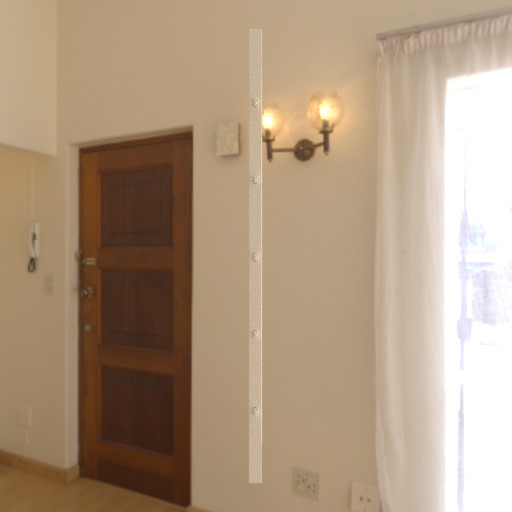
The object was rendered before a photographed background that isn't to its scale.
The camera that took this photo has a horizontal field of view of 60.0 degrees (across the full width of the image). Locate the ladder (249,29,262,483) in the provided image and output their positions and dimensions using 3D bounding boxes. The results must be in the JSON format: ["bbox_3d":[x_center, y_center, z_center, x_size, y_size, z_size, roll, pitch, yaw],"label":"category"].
[{"bbox_3d":[0.000,0.000,1.955,0.051,1.797,0.452,0,0,1],"label":"ladder"}]
